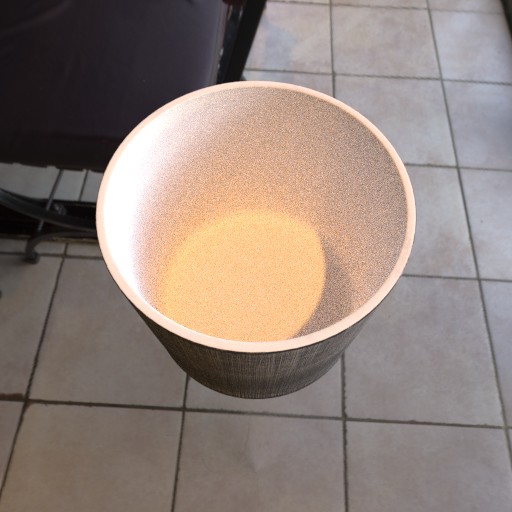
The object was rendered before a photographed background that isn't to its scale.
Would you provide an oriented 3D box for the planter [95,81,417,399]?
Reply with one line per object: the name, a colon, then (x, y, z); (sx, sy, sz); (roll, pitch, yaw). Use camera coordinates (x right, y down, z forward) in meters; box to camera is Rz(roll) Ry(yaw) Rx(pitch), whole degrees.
planter: (0.000, 0.000, 0.454); (0.254, 0.221, 0.254); (0, 64, 0)
